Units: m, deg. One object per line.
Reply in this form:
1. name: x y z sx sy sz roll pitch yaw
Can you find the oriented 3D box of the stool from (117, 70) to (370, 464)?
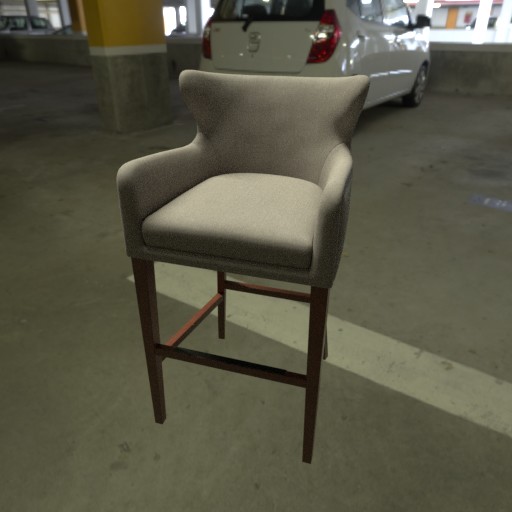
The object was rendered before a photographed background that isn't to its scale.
1. stool: 0.000 0.000 1.395 0.575 1.047 0.575 8 29 15
